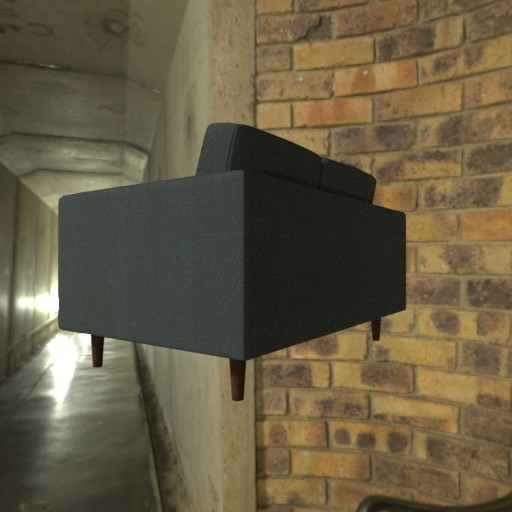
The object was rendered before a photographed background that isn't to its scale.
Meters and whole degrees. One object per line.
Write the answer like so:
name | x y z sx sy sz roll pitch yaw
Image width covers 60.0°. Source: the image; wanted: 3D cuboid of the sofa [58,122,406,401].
sofa | 0.000 0.000 2.159 0.999 0.930 1.518 0 0 35
